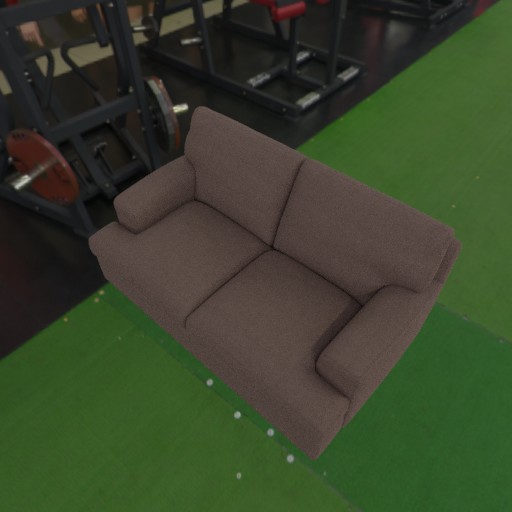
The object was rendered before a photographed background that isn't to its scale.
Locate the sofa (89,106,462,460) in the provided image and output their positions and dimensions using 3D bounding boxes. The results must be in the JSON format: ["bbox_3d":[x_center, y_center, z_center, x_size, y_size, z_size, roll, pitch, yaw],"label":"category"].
[{"bbox_3d":[0.000,0.000,2.560,1.869,0.950,1.140,34,55,27],"label":"sofa"}]
